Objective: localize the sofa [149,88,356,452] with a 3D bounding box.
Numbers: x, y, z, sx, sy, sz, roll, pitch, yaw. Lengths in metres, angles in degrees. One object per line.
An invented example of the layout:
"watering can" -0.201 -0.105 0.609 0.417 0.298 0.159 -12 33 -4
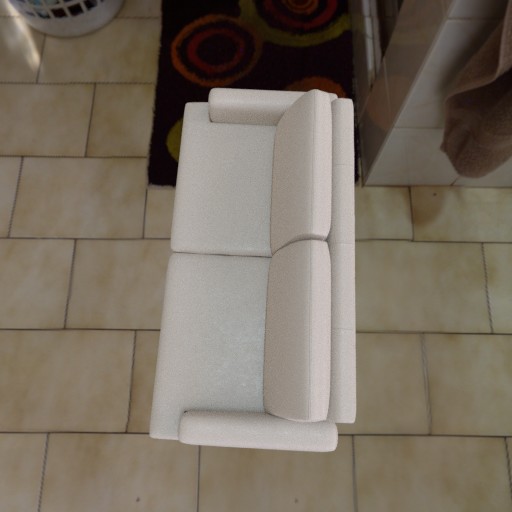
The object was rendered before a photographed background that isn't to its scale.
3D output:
"sofa" 0.000 0.000 2.436 0.974 0.765 1.940 3 74 1
